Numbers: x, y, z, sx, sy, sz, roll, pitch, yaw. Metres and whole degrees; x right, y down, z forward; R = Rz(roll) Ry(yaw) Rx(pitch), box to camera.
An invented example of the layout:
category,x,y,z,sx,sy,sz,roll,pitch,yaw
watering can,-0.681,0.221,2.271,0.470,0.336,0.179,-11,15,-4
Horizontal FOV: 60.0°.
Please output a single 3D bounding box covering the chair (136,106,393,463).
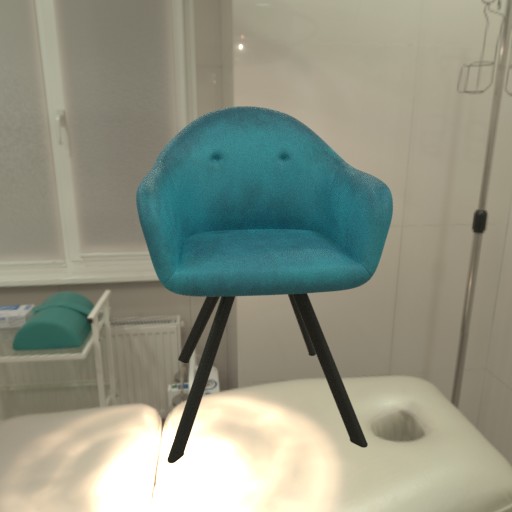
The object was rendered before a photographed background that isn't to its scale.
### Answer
category,x,y,z,sx,sy,sz,roll,pitch,yaw
chair,0.000,0.000,1.173,0.540,0.780,0.570,-2,15,-6
